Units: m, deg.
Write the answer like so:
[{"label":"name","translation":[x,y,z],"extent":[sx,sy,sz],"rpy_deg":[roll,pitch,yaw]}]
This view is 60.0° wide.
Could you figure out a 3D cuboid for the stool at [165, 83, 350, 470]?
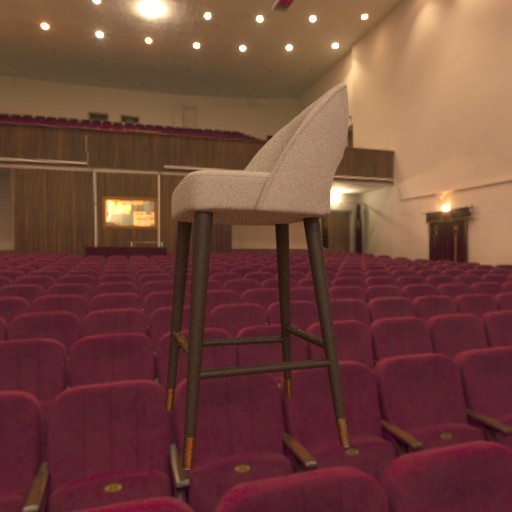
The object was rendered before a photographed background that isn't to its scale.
[{"label":"stool","translation":[0.000,0.000,1.359],"extent":[0.509,1.037,0.494],"rpy_deg":[0,0,-17]}]
